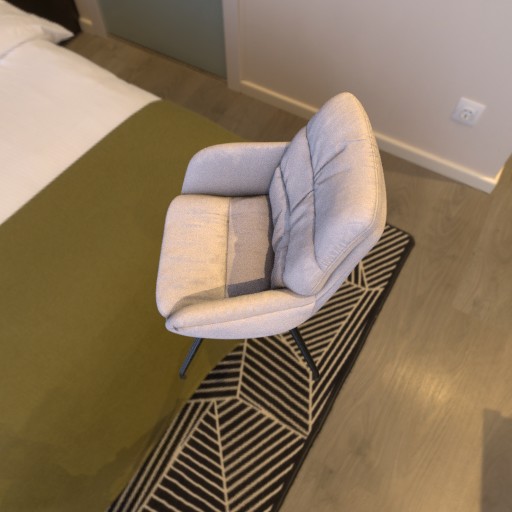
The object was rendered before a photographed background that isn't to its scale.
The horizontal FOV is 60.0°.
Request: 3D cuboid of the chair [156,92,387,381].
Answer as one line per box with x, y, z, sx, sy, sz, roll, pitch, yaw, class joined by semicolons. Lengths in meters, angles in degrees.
0.000;0.000;1.312;0.569;0.888;0.579;0;59;0;chair
